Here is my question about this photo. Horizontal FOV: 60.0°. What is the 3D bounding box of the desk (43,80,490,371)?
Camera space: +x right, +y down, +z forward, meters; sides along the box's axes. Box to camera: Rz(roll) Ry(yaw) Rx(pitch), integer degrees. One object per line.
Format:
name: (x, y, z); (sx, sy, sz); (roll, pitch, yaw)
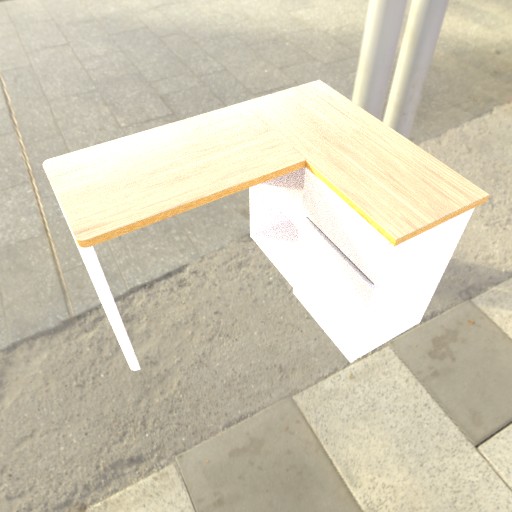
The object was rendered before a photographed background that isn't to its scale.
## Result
desk: (0.000, 0.000, 1.727); (1.170, 0.760, 0.900); (-24, 52, -20)
